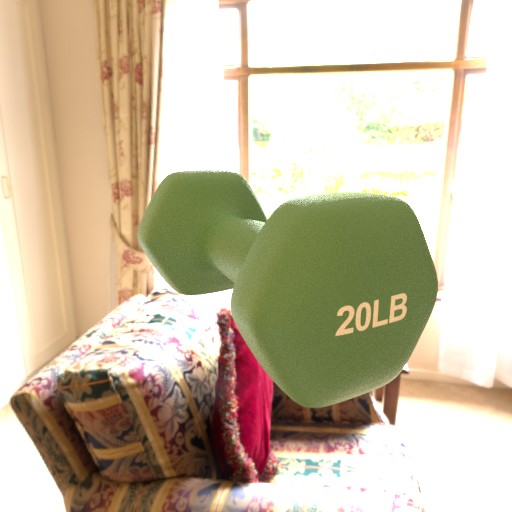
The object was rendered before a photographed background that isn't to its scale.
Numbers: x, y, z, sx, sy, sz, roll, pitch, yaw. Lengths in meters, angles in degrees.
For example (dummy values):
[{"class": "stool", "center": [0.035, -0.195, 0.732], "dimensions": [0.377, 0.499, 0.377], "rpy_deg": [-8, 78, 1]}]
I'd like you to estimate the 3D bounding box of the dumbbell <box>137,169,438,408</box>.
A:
[{"class": "dumbbell", "center": [0.000, 0.000, 0.331], "dimensions": [0.126, 0.114, 0.257], "rpy_deg": [-8, 17, -27]}]
